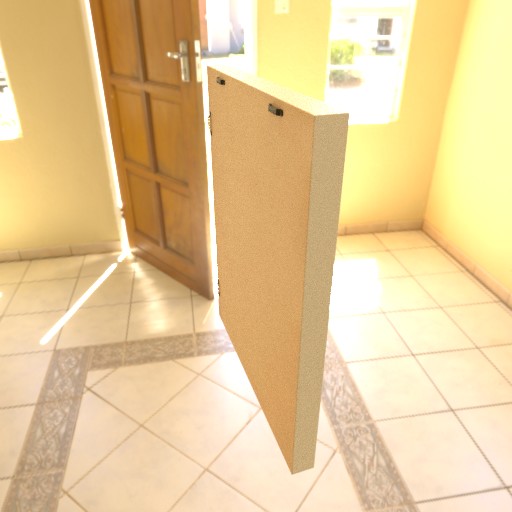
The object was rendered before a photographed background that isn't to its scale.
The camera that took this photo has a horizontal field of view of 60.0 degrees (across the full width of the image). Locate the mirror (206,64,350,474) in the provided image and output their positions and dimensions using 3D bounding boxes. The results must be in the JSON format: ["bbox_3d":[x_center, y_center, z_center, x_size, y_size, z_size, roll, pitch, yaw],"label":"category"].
[{"bbox_3d":[0.000,0.000,0.689,0.041,0.508,0.405,-10,31,-17],"label":"mirror"}]
